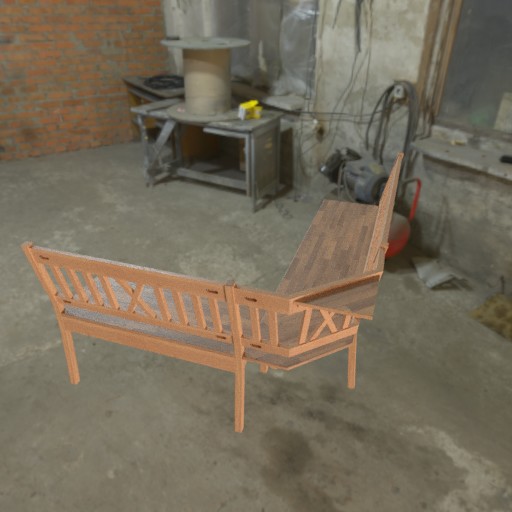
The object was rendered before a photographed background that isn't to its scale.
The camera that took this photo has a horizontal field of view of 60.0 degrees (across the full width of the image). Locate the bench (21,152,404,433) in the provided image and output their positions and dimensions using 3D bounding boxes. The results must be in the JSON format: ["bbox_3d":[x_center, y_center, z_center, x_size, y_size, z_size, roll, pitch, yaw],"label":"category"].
[{"bbox_3d":[0.000,0.000,2.760,1.537,0.902,1.937,10,32,16],"label":"bench"}]
